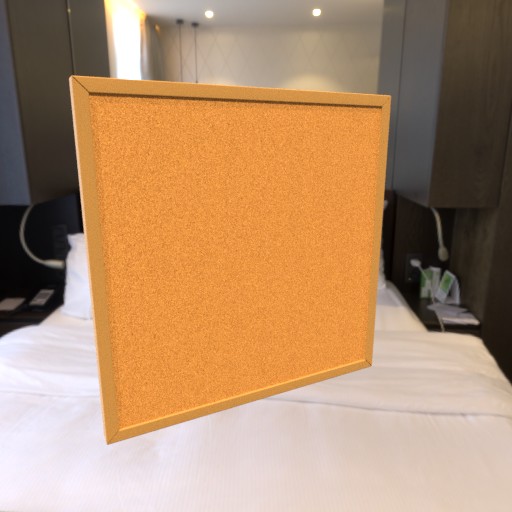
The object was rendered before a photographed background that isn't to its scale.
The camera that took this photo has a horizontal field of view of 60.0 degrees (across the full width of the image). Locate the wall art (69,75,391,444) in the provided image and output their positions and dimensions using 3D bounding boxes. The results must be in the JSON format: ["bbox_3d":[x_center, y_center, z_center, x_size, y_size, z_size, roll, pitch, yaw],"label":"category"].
[{"bbox_3d":[0.000,0.000,1.069,0.761,0.761,0.037,-7,16,-27],"label":"wall art"}]
